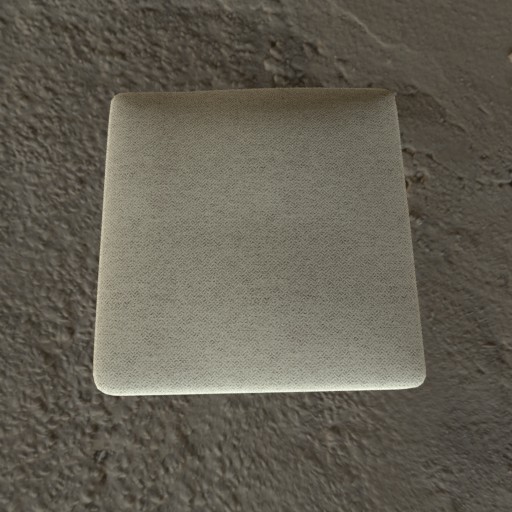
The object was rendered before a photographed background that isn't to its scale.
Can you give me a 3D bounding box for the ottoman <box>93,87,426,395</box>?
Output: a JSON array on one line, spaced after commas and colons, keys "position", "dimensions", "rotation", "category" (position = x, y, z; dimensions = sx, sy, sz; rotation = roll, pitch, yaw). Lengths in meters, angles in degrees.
[{"position": [0.000, 0.000, 0.904], "dimensions": [0.512, 0.453, 0.521], "rotation": [-1, 76, 0], "category": "ottoman"}]
